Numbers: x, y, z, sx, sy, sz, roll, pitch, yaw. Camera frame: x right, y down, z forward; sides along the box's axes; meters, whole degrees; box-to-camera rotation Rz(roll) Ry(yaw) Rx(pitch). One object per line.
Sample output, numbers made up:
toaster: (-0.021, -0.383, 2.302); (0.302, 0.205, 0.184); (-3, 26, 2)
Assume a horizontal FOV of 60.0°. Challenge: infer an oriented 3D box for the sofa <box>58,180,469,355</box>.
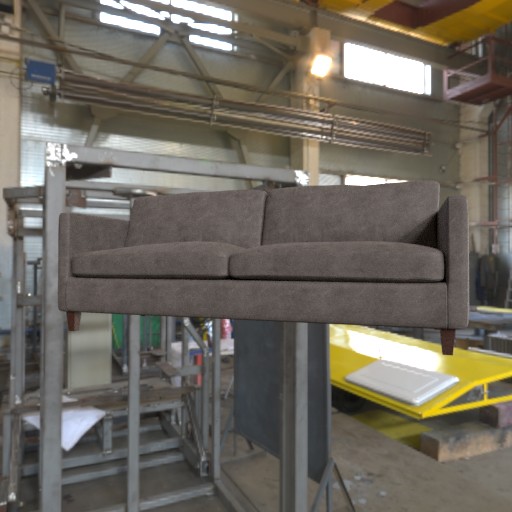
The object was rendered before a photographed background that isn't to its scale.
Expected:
sofa: (0.000, 0.000, 2.891); (2.434, 0.965, 0.951); (0, -1, 19)
